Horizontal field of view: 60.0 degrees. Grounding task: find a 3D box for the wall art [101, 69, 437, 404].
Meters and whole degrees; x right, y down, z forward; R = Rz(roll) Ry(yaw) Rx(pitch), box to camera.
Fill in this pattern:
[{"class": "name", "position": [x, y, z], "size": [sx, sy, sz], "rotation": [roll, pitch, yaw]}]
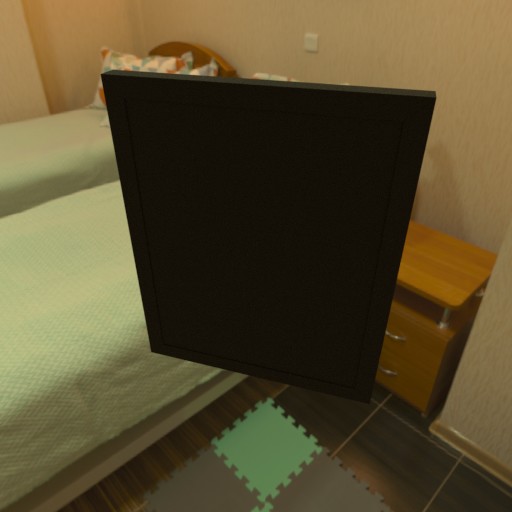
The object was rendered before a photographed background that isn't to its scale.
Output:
[{"class": "wall art", "position": [0.000, 0.000, 0.747], "size": [0.457, 0.559, 0.033], "rotation": [10, 35, 14]}]
